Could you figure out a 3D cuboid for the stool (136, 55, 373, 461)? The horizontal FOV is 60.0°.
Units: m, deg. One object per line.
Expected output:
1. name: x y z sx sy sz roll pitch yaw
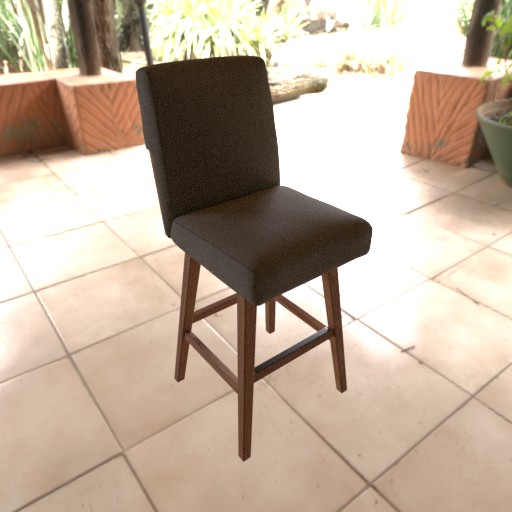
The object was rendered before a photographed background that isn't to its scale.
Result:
1. stool: 0.000 0.000 1.410 0.483 1.112 0.570 -22 37 -32
